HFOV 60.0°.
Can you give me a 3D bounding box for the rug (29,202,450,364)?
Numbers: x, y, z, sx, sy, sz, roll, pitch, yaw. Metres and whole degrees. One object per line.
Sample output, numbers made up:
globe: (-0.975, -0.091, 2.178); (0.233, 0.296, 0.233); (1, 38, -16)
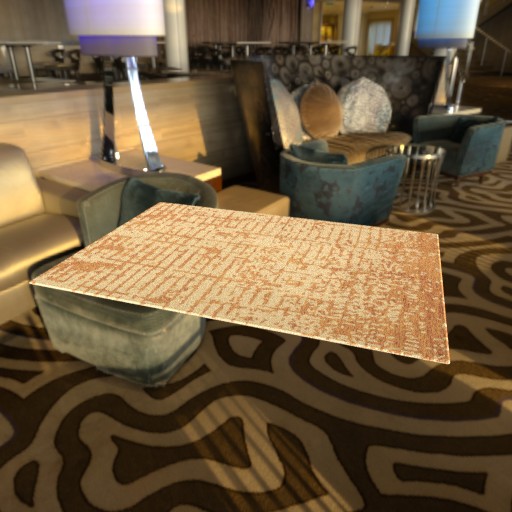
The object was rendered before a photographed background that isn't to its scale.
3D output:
rug: (0.000, 0.000, 2.323); (1.829, 0.011, 1.219); (8, 27, 17)
